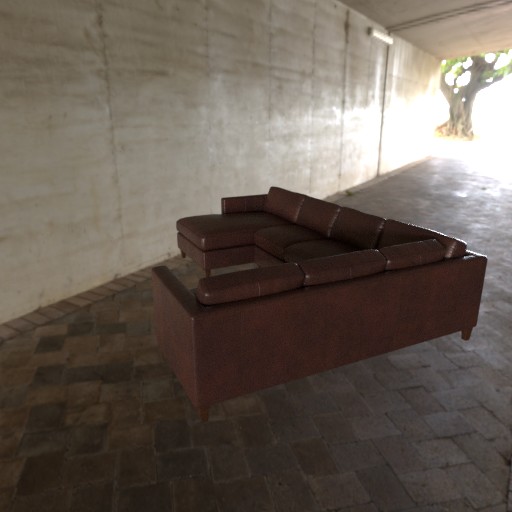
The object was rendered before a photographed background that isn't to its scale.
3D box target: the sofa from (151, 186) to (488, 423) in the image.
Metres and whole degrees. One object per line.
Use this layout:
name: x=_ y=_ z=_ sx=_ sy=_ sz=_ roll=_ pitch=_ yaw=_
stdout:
sofa: x=0.000 y=0.000 z=4.470 sx=2.452 sy=0.891 sz=3.324 roll=-9 pitch=20 yaw=-25
